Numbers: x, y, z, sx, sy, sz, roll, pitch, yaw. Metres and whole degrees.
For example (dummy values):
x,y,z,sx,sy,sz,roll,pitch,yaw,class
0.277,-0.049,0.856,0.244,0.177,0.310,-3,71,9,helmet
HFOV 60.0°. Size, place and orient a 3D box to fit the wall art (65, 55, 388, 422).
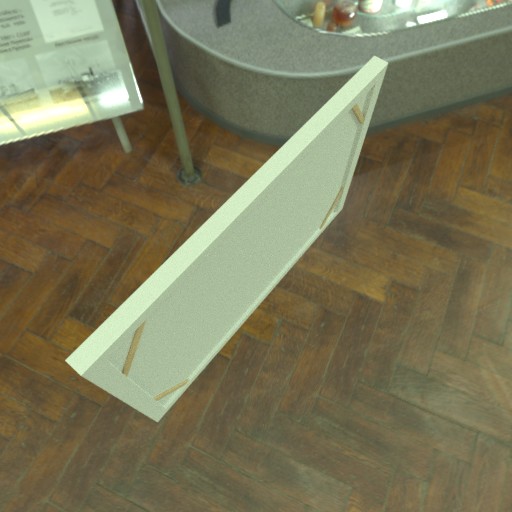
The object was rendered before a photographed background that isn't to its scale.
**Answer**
x,y,z,sx,sy,sz,roll,pitch,yaw,class
0.000,0.000,1.132,0.038,0.609,0.914,36,68,17,wall art
